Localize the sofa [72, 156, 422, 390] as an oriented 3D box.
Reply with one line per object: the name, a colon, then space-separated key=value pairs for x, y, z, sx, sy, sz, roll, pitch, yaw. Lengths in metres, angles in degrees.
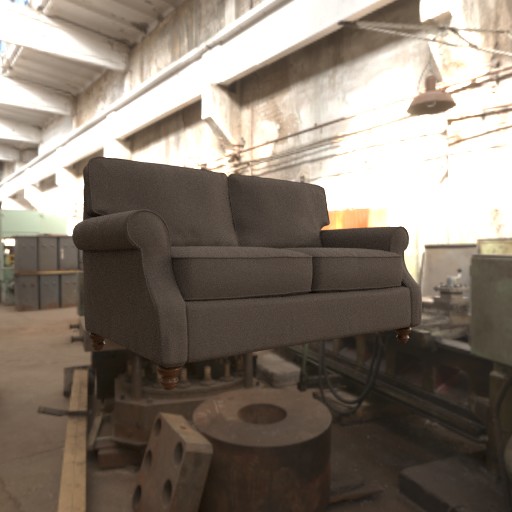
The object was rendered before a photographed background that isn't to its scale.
sofa: x=0.000 y=0.000 z=2.286 sx=1.665 sy=0.937 sz=0.964 roll=0 pitch=0 yaw=-37
